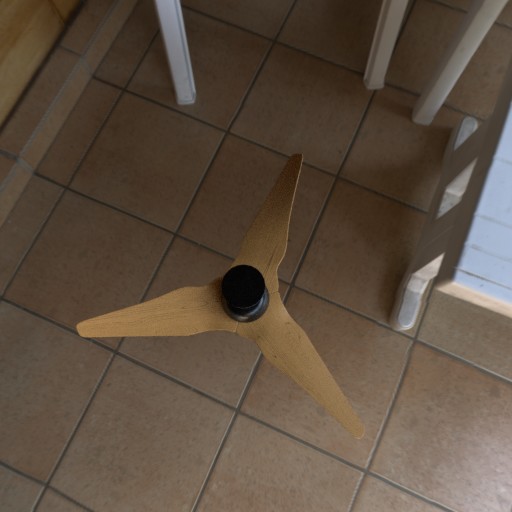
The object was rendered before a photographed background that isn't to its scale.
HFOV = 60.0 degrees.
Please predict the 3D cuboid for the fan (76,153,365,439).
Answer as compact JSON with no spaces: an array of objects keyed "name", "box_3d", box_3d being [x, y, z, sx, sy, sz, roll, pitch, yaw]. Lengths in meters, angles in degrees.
[{"name":"fan","box_3d":[0.000,0.000,1.655,1.142,0.355,1.010,18,76,4]}]
